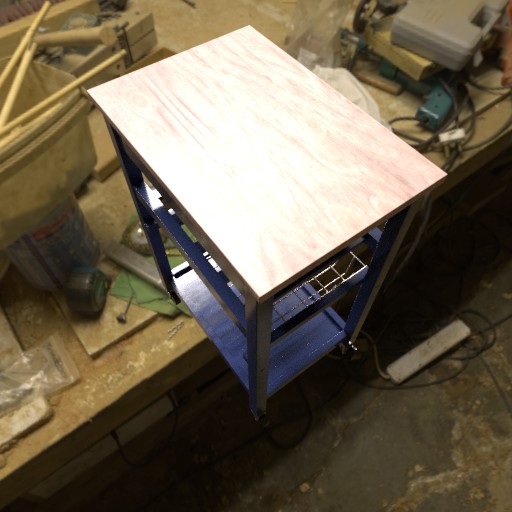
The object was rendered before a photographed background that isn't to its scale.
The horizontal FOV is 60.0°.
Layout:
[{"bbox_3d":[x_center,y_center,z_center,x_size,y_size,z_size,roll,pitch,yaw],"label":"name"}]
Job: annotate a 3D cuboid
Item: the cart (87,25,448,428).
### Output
[{"bbox_3d":[0.000,0.000,1.163,0.403,0.839,0.584,-32,62,-19],"label":"cart"}]
